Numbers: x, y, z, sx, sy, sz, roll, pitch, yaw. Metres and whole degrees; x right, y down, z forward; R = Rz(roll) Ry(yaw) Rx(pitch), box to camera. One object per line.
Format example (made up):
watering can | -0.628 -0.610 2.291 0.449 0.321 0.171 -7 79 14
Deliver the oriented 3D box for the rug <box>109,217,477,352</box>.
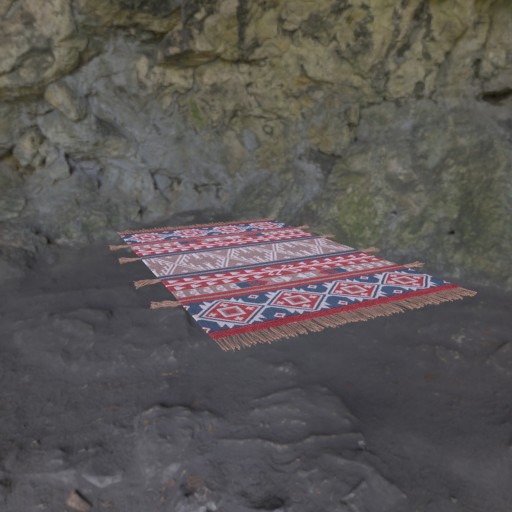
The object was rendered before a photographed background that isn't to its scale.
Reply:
rug | 0.000 0.000 2.575 1.469 0.040 2.025 -7 17 -25
